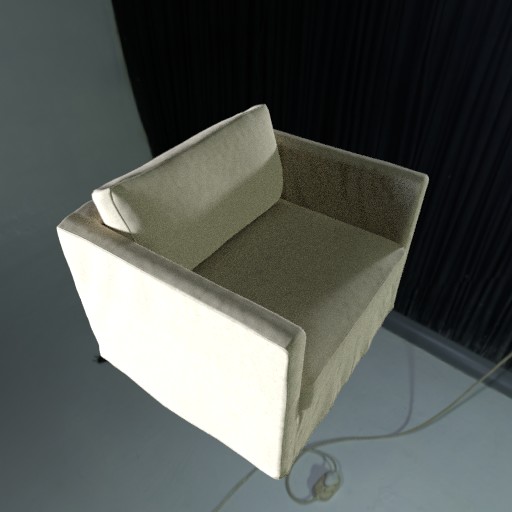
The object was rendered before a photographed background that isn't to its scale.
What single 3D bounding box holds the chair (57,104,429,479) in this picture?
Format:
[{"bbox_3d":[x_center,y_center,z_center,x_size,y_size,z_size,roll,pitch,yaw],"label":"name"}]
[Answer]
[{"bbox_3d":[0.000,0.000,1.746,0.949,0.867,1.057,24,46,26],"label":"chair"}]
